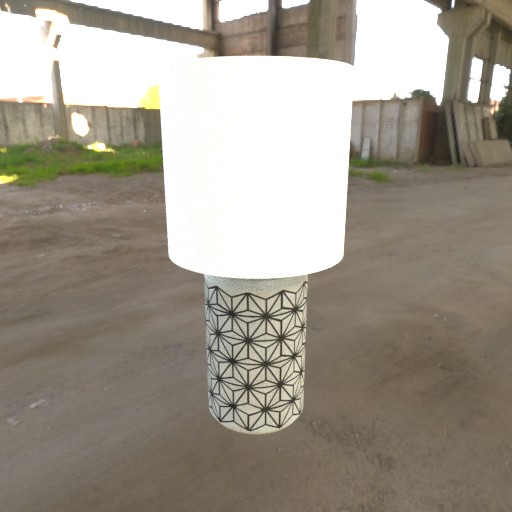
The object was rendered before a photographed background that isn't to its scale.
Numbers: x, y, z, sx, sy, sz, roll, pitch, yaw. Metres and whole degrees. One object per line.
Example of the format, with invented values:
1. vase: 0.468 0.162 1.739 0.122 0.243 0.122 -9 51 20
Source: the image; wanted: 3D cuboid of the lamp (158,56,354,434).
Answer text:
1. lamp: 0.000 0.000 0.535 0.206 0.416 0.206 2 17 8
